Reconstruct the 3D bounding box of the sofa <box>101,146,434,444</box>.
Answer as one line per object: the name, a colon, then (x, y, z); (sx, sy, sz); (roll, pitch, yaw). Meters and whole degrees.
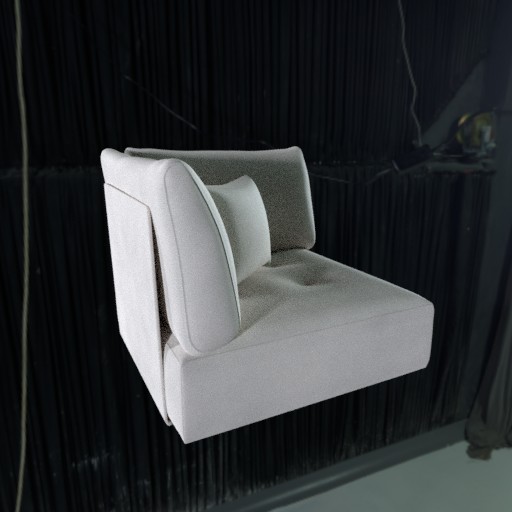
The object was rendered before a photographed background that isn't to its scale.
sofa: (0.000, 0.000, 1.750); (1.000, 0.820, 1.000); (-8, 17, -26)
